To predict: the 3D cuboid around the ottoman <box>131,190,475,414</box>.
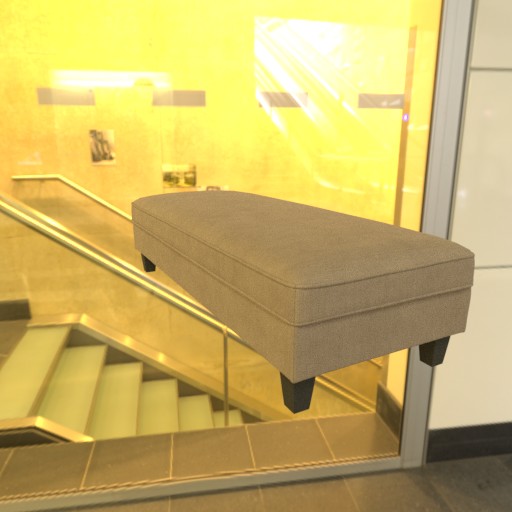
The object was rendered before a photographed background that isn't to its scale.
[{"bbox_3d":[0.000,0.000,2.041,0.751,0.470,1.764,-8,17,-27],"label":"ottoman"}]
